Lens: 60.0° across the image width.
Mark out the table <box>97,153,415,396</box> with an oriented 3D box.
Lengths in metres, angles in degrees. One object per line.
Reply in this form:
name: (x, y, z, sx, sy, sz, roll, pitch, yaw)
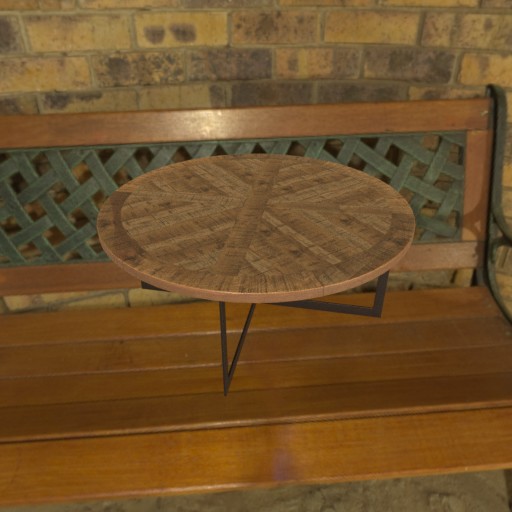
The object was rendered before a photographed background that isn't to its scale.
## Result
table: (0.000, 0.000, 1.972, 1.264, 0.516, 1.264, 0, 31, 0)
